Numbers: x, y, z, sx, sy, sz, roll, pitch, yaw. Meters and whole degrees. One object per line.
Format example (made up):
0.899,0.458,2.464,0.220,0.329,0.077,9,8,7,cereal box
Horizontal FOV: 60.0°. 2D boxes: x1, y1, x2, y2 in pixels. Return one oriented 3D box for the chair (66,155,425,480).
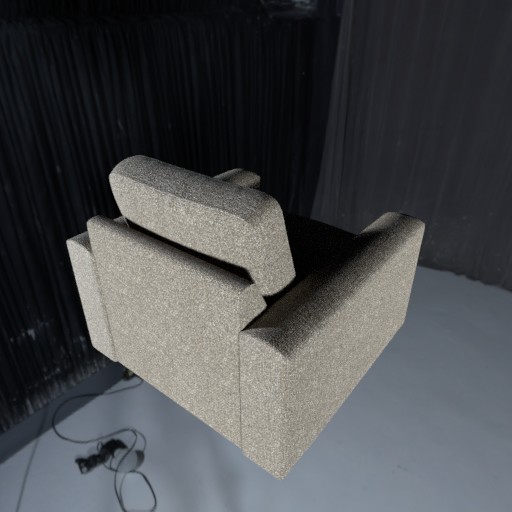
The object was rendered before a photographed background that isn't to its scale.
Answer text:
0.000,0.000,1.776,1.005,0.873,1.016,22,38,32,chair
